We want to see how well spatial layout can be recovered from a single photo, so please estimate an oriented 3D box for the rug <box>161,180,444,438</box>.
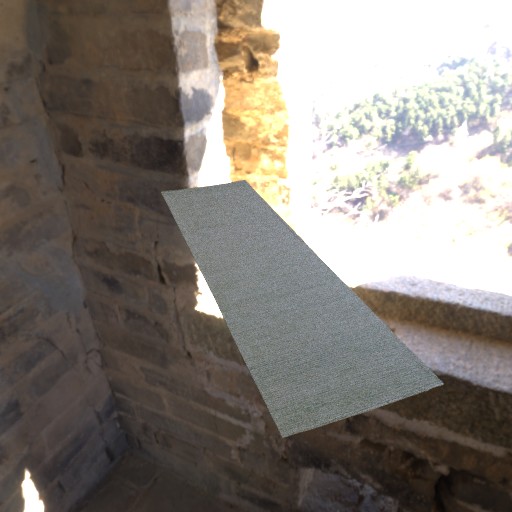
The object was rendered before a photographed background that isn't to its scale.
[{"bbox_3d":[0.000,0.000,2.549,0.686,0.013,2.340,-11,32,-17],"label":"rug"}]
